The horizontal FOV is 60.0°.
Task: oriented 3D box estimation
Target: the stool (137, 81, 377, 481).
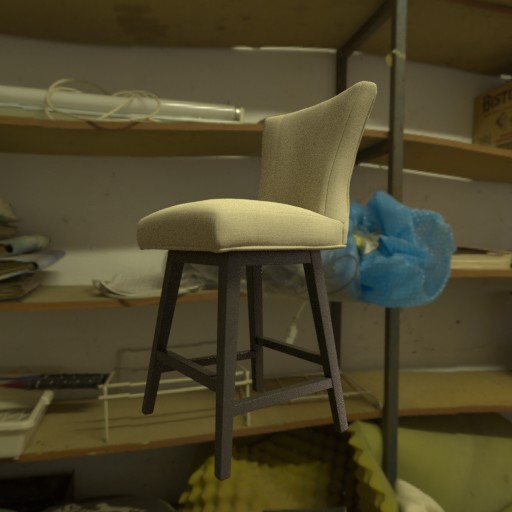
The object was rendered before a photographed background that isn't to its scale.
[{"bbox_3d":[0.000,0.000,1.341,0.574,1.000,0.514,-1,2,-35],"label":"stool"}]
